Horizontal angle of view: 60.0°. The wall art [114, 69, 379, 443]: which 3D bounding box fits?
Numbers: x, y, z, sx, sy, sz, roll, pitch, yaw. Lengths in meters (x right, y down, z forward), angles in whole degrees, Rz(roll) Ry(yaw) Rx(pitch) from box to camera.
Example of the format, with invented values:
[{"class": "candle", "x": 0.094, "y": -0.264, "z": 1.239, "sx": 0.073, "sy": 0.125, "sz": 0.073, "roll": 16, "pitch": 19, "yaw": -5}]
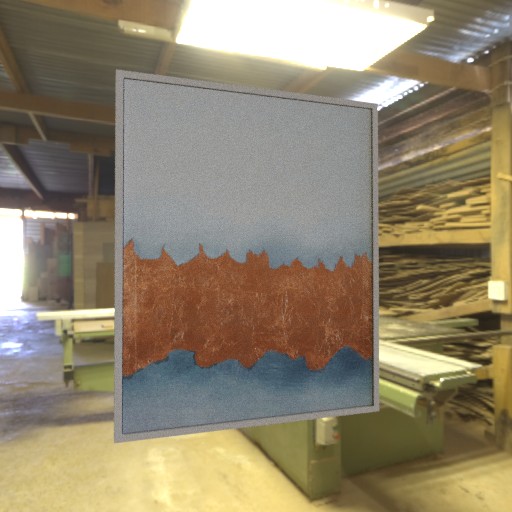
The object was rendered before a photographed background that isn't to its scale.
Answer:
[{"class": "wall art", "x": 0.000, "y": 0.000, "z": 0.744, "sx": 0.451, "sy": 0.553, "sz": 0.039, "roll": 0, "pitch": -1, "yaw": -18}]
